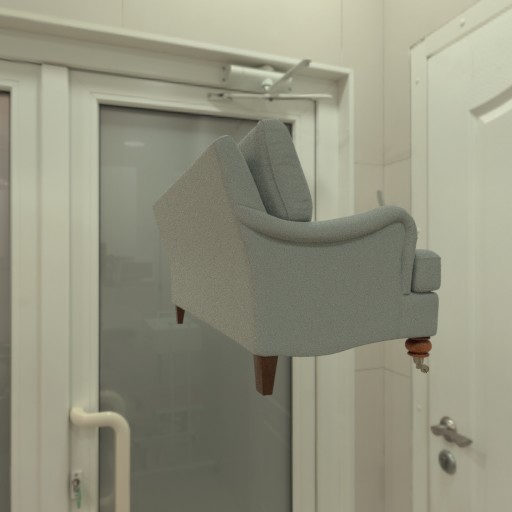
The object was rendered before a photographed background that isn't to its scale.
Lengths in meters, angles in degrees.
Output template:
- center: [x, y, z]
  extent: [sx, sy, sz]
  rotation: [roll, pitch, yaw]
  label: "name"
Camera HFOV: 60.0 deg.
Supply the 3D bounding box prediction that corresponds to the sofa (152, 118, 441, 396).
- center: [0.000, 0.000, 2.805]
  extent: [1.069, 1.096, 2.193]
  rotation: [0, 0, -19]
  label: "sofa"
